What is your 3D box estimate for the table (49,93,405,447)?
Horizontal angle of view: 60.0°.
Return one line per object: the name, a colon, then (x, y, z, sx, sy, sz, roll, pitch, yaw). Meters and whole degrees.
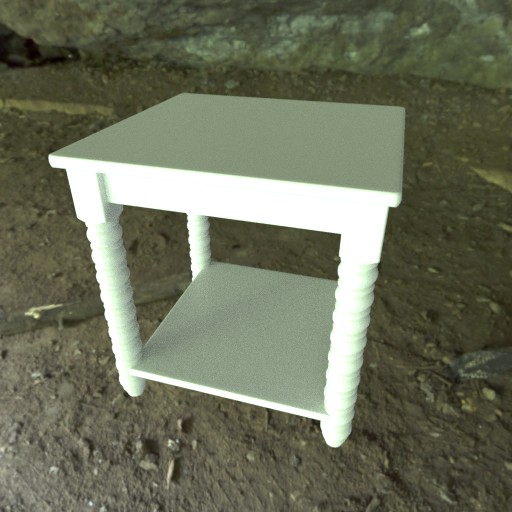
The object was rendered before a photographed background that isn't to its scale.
table: (0.000, 0.000, 0.971, 0.533, 0.563, 0.500, 9, 32, 14)
